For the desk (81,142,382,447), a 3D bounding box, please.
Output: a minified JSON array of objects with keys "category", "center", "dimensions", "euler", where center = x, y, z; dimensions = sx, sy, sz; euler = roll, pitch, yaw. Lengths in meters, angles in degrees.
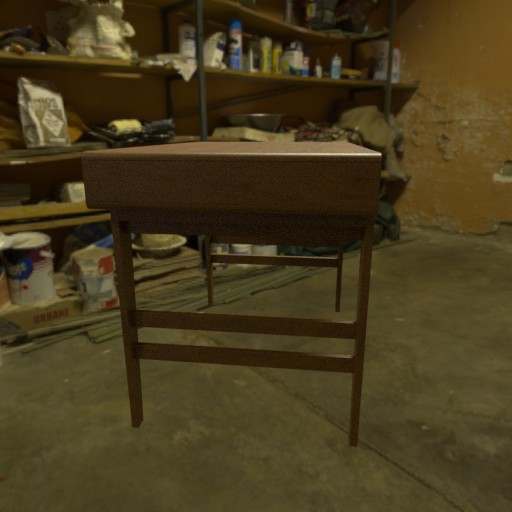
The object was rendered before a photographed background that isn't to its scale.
[{"category":"desk","center":[0.000,0.000,1.557],"dimensions":[0.660,0.754,1.066],"euler":[2,16,7]}]
